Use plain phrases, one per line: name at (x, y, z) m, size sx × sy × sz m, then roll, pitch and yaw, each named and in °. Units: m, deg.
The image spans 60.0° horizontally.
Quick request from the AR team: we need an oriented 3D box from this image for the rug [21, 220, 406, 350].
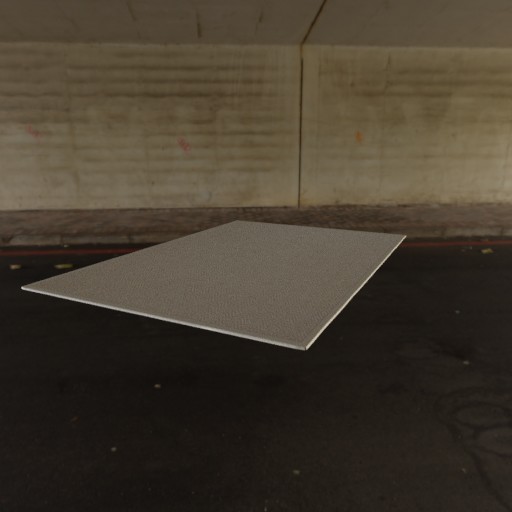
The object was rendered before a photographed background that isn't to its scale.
rug at (0.000, 0.000, 2.869) m, size 1.532 × 0.017 × 2.244 m, roll 7°, pitch 16°, yaw 26°
